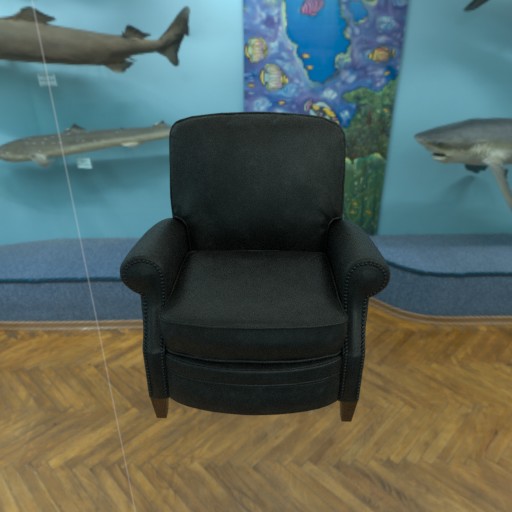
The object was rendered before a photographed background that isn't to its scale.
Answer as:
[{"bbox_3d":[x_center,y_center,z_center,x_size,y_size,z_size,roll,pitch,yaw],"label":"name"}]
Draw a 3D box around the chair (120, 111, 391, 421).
[{"bbox_3d":[0.000,0.000,1.790,0.936,1.018,0.986,1,27,1],"label":"chair"}]
